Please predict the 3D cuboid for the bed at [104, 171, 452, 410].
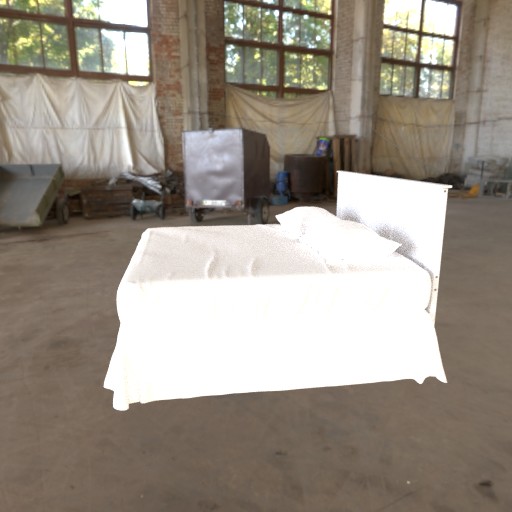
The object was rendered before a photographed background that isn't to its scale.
[{"bbox_3d":[0.000,0.000,3.648,2.215,1.273,2.317,-2,14,-9],"label":"bed"}]
